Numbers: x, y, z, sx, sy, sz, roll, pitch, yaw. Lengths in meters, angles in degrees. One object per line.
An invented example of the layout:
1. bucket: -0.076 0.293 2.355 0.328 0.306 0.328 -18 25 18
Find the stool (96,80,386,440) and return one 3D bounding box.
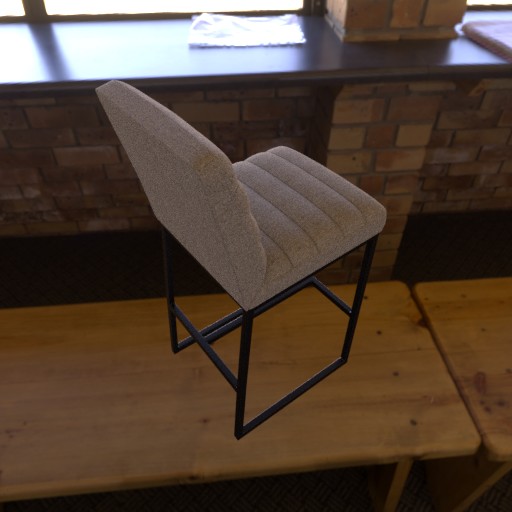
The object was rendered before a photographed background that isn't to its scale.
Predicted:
1. stool: 0.000 0.000 1.315 0.571 1.034 0.459 -27 48 -26
